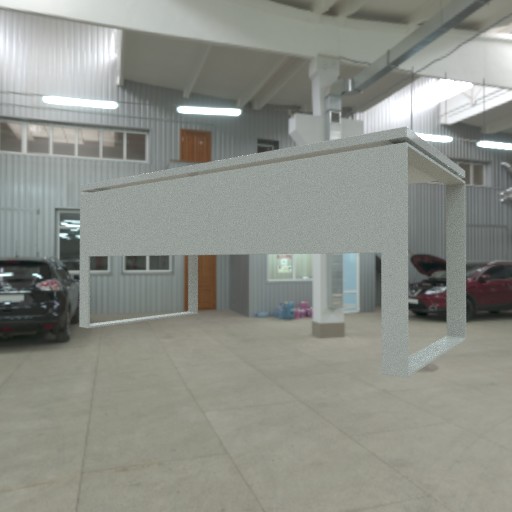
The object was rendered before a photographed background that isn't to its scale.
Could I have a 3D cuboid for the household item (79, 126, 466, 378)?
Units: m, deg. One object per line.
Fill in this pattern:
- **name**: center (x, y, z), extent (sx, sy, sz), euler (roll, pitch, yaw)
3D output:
- **household item**: center (0.000, 0.000, 2.132), extent (1.700, 0.745, 0.800), euler (-1, -1, 37)
